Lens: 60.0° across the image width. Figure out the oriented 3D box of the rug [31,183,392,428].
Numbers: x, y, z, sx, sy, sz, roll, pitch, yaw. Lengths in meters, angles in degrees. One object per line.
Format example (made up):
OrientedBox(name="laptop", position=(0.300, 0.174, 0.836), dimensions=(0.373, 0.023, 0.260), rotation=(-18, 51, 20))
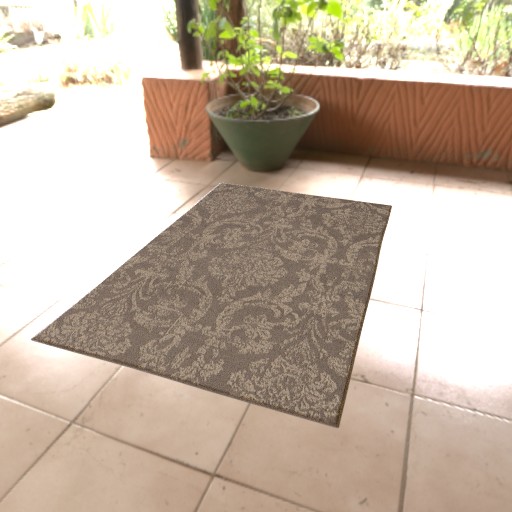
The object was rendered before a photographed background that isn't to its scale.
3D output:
OrientedBox(name="rug", position=(0.000, 0.000, 2.288), dimensions=(1.206, 0.012, 1.824), rotation=(10, 31, 17))
